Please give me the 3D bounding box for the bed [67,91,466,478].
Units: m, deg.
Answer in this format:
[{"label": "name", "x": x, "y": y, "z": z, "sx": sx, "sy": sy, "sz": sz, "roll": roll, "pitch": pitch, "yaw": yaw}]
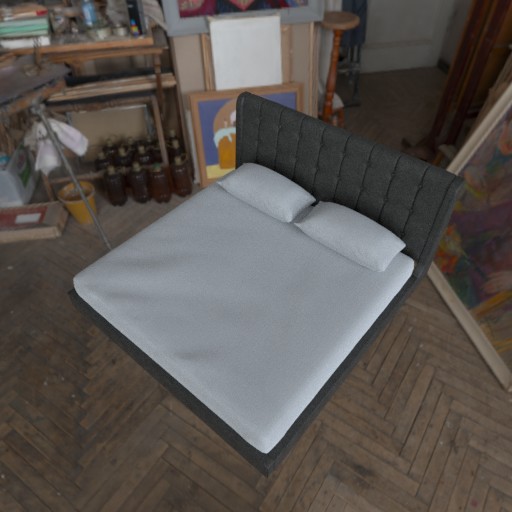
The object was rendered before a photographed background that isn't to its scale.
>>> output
[{"label": "bed", "x": 0.000, "y": 0.000, "z": 3.185, "sx": 1.903, "sy": 1.158, "sz": 2.031, "roll": 31, "pitch": 54, "yaw": 26}]
